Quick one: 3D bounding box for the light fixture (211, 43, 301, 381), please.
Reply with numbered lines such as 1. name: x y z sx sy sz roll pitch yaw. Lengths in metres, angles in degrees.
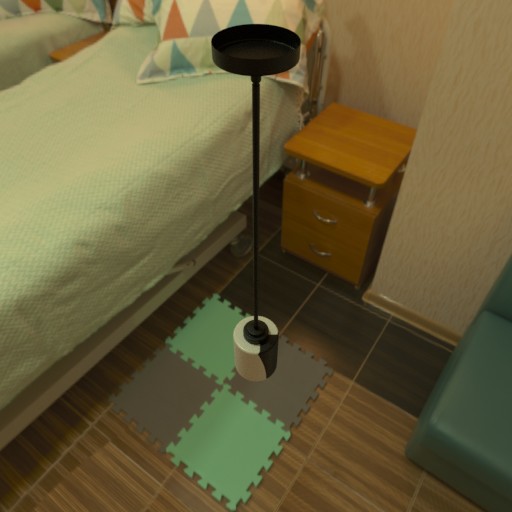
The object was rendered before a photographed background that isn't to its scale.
1. light fixture: 0.000 0.000 0.923 0.123 0.863 0.123 4 47 4
